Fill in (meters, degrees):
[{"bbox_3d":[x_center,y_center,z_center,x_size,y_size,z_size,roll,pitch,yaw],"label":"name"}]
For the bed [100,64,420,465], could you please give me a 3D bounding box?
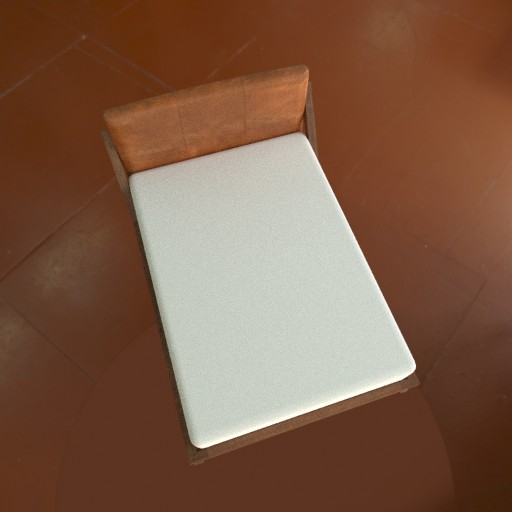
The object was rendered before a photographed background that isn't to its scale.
[{"bbox_3d":[0.000,0.000,3.191,1.651,1.168,2.311,-16,65,-8],"label":"bed"}]
